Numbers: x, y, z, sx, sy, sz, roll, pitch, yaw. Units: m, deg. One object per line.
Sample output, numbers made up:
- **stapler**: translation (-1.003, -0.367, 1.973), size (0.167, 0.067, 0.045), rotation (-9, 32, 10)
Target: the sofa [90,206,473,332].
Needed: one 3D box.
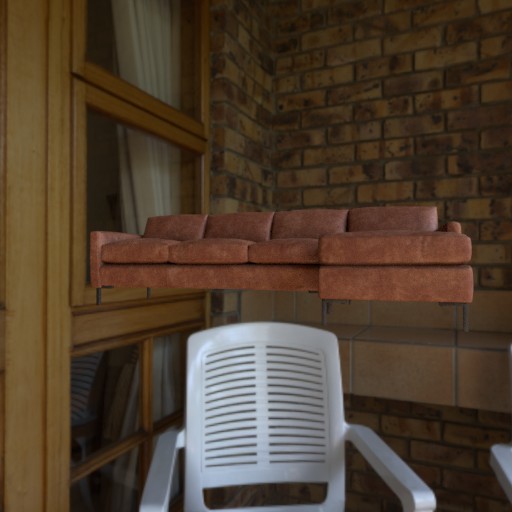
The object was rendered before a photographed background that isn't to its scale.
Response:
- **sofa**: translation (0.000, 0.000, 3.549), size (2.993, 0.859, 1.471), rotation (0, -1, 18)
